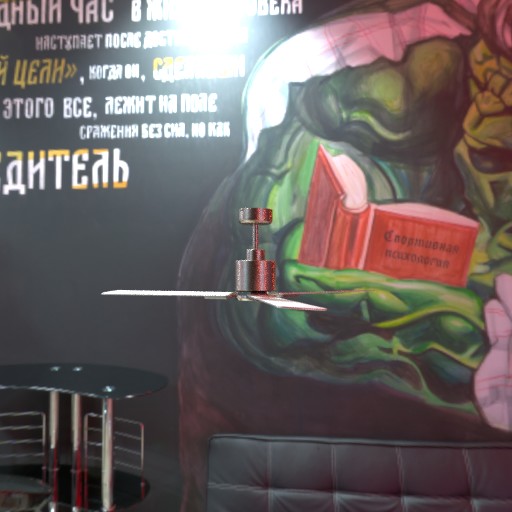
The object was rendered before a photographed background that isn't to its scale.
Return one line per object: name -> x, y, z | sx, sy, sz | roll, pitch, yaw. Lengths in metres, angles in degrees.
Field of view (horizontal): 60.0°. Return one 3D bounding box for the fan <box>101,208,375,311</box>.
fan -> 0.000, 0.000, 2.351 | 1.561, 0.446, 1.531 | -2, -3, 38
